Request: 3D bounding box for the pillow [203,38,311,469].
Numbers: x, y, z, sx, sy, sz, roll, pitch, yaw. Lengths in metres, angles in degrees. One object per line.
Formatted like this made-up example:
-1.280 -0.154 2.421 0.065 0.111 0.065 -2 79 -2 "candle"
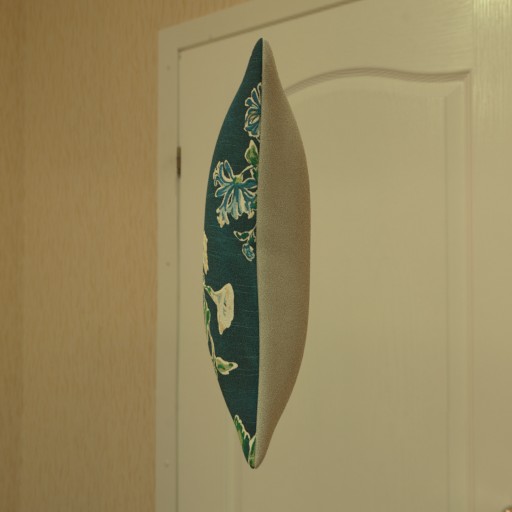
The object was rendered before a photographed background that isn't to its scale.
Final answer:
0.000 0.000 0.779 0.166 0.508 0.525 0 -1 -1 "pillow"
